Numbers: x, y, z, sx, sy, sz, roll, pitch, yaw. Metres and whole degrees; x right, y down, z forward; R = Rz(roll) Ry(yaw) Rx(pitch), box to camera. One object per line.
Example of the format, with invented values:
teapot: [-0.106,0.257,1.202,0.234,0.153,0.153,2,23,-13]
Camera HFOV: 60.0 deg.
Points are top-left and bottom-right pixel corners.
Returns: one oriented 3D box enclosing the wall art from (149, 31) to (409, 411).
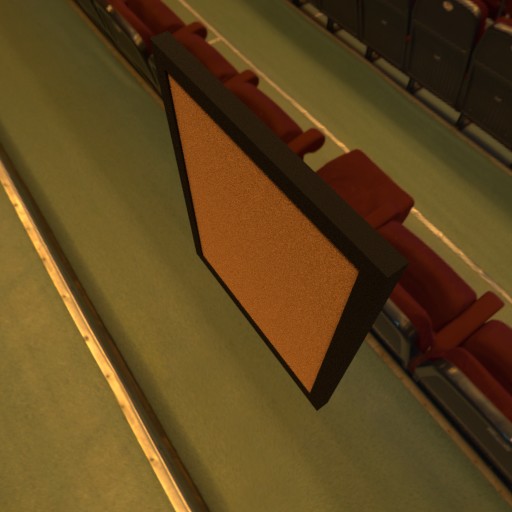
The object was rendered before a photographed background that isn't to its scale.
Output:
wall art: [0.000,0.000,0.750,0.029,0.559,0.457,-32,64,-18]
